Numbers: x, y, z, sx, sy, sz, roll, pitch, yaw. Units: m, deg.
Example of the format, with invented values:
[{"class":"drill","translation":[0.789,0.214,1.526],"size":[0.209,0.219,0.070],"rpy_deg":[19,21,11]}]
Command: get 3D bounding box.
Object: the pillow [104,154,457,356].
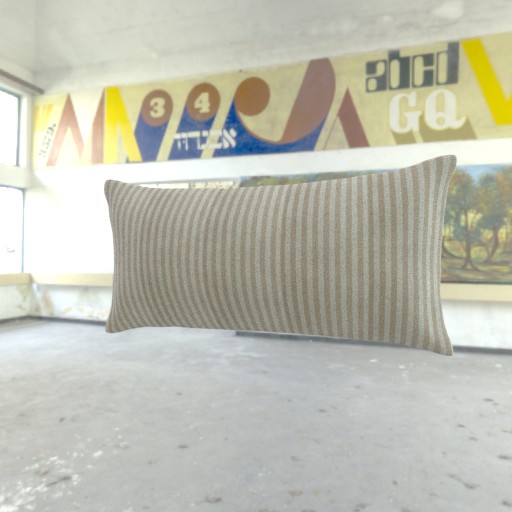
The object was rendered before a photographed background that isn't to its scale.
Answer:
[{"class":"pillow","translation":[0.000,0.000,0.745],"size":[0.617,0.295,0.151],"rpy_deg":[0,0,20]}]
